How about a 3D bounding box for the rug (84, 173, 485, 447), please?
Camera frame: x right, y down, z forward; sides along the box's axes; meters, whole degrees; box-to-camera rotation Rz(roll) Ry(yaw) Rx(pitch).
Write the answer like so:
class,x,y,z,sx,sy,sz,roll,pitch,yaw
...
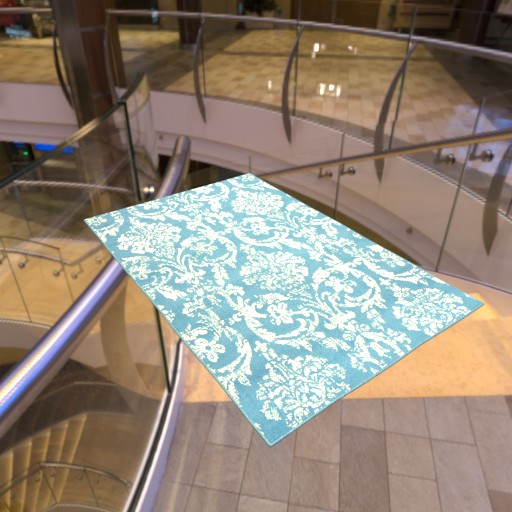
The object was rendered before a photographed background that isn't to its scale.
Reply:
class,x,y,z,sx,sy,sz,roll,pitch,yaw
rug,0.000,0.000,2.313,1.211,0.012,1.833,-22,39,-29
